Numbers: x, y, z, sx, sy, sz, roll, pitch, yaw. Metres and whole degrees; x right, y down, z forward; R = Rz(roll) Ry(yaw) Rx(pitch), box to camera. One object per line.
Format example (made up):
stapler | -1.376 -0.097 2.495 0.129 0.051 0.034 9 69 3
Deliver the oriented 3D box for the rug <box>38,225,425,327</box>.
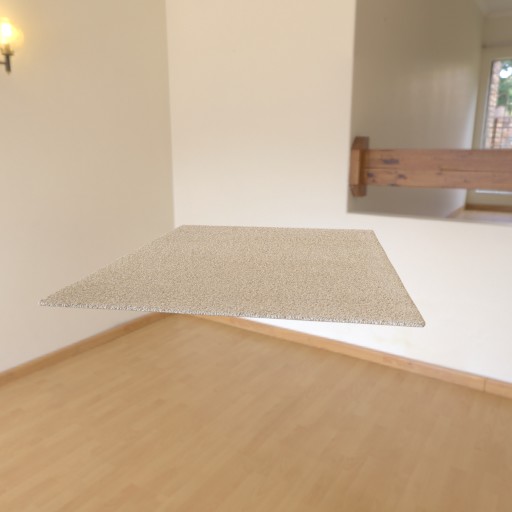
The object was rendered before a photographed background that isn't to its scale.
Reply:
rug | 0.000 0.000 4.169 2.438 0.029 3.047 2 14 8
